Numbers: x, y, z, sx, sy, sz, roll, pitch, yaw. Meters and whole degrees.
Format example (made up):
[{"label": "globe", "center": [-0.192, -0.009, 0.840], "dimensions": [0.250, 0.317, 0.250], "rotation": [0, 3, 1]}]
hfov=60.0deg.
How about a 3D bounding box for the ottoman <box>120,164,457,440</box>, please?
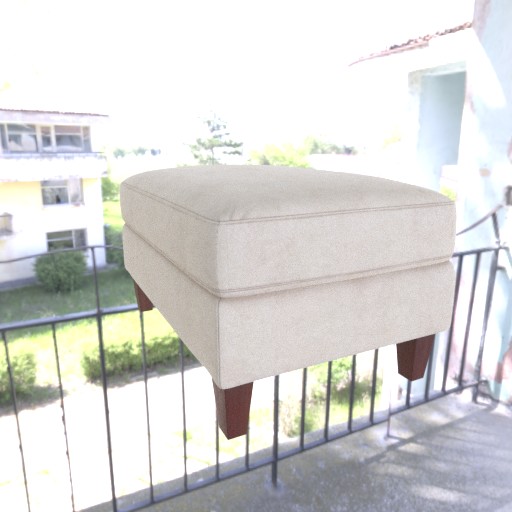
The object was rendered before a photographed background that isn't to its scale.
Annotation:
[{"label": "ottoman", "center": [0.000, 0.000, 1.220], "dimensions": [0.584, 0.483, 0.864], "rotation": [-7, 16, -26]}]
